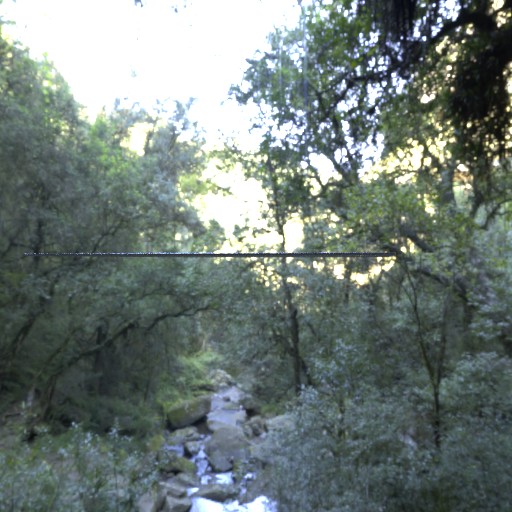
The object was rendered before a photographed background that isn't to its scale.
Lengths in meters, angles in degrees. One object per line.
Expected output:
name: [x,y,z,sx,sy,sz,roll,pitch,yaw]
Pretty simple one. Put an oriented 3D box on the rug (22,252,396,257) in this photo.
rug: [0.000,0.000,4.186,2.447,0.017,3.123,0,0,16]
